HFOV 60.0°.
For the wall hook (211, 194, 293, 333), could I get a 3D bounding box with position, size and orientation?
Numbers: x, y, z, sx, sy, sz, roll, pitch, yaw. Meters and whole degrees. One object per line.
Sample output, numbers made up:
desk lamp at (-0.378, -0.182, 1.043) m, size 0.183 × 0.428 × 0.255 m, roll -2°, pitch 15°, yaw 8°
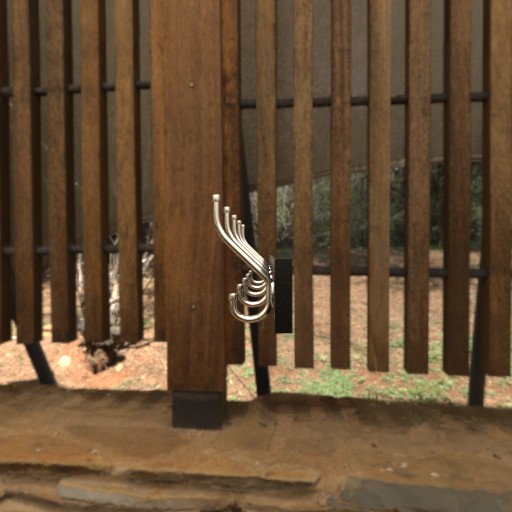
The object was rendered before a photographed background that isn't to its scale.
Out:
wall hook at (0.000, 0.000, 0.634) m, size 0.071 × 0.117 × 0.571 m, roll 0°, pitch 1°, yaw 1°
